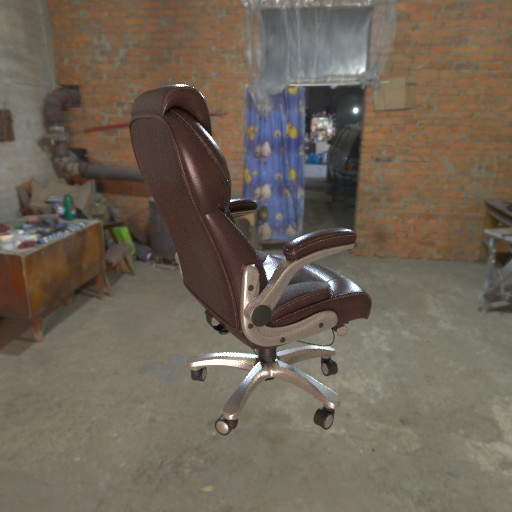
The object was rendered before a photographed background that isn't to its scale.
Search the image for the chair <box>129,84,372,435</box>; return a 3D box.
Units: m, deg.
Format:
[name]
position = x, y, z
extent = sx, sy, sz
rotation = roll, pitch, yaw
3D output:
[chair]
position = 0.000, 0.000, 1.654
extent = 0.774, 1.160, 0.733
rotation = -9, 18, -27
